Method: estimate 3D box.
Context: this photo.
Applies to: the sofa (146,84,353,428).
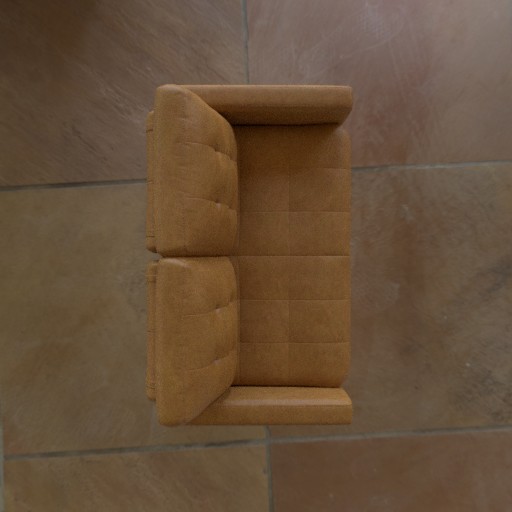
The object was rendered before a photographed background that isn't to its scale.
[{"bbox_3d":[0.000,0.000,1.959,0.868,0.898,1.430,0,90,0],"label":"sofa"}]
